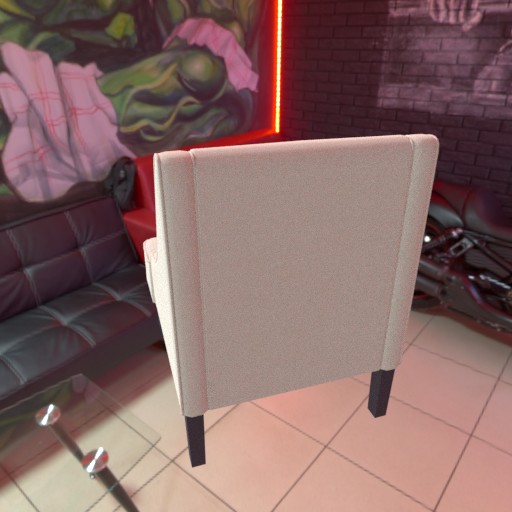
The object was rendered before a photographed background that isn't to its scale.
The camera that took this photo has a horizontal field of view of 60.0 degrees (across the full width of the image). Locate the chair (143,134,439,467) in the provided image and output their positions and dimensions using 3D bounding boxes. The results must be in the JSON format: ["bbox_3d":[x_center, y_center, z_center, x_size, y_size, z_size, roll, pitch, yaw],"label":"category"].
[{"bbox_3d":[0.000,0.000,1.479,0.689,0.886,0.806,-8,27,-16],"label":"chair"}]
